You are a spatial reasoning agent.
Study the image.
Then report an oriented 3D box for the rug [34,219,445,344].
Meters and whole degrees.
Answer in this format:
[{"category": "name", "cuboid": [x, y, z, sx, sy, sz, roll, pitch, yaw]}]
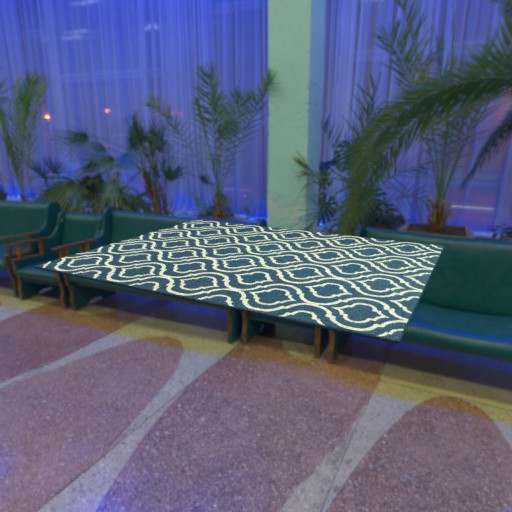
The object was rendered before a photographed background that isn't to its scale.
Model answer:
[{"category": "rug", "cuboid": [0.000, 0.000, 3.914, 2.881, 0.020, 2.270, 8, 17, 27]}]
